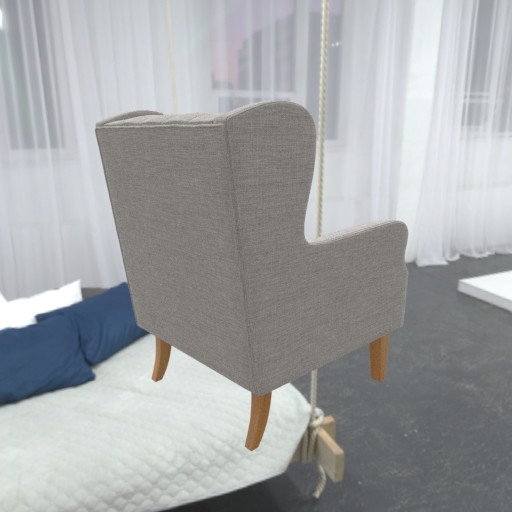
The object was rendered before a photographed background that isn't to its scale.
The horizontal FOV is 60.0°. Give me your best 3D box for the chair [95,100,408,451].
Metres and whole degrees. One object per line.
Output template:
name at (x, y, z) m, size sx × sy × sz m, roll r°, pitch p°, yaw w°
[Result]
chair at (0.000, 0.000, 1.475) m, size 0.760 × 0.930 × 0.710 m, roll -14°, pitch 21°, yaw -42°
